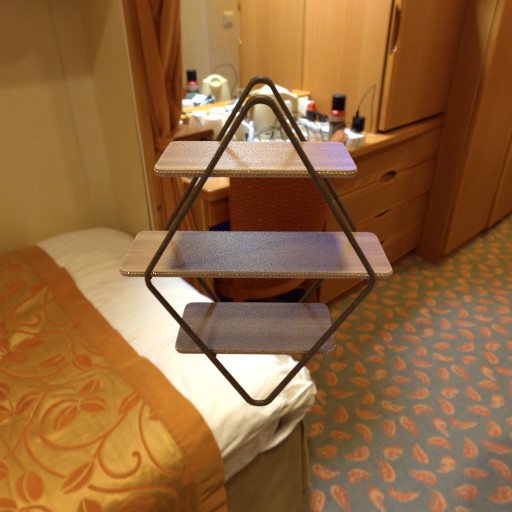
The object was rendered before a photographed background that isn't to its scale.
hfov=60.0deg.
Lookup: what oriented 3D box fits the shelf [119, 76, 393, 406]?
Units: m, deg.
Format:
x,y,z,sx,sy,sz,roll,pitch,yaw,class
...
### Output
x,y,z,sx,sy,sz,roll,pitch,yaw,class
0.000,0.000,1.057,0.609,0.774,0.234,0,30,1,shelf
